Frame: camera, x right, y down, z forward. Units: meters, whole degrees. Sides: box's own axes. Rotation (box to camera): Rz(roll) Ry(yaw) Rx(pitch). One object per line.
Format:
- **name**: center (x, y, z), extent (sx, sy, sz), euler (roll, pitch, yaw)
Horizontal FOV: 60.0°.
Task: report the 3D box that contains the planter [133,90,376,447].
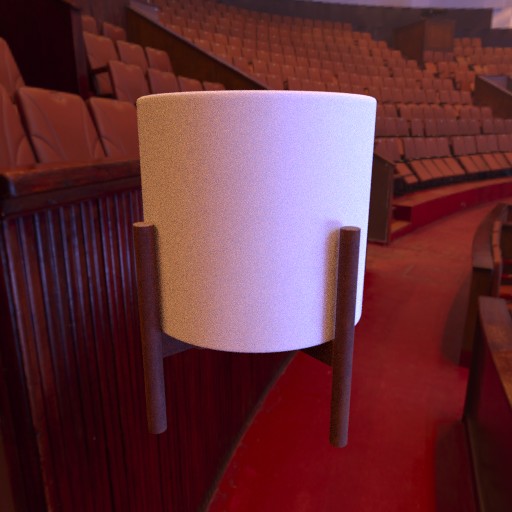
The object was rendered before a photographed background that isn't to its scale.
- **planter**: center (0.000, 0.000, 0.876), extent (0.420, 0.581, 0.421), euler (3, 16, 9)
